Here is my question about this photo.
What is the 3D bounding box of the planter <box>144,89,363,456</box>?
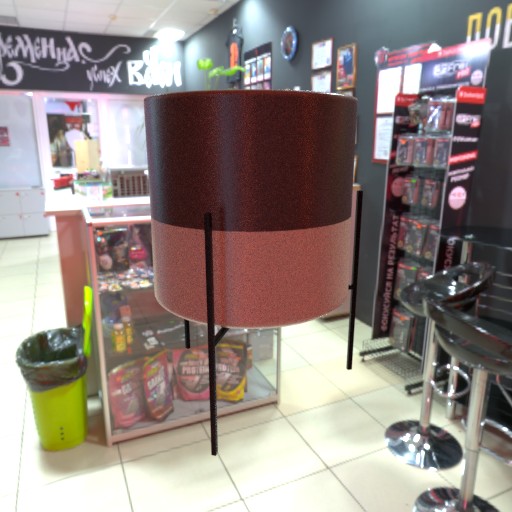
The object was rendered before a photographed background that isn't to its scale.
[{"bbox_3d":[0.000,0.000,0.525,0.250,0.353,0.260,2,15,8],"label":"planter"}]
